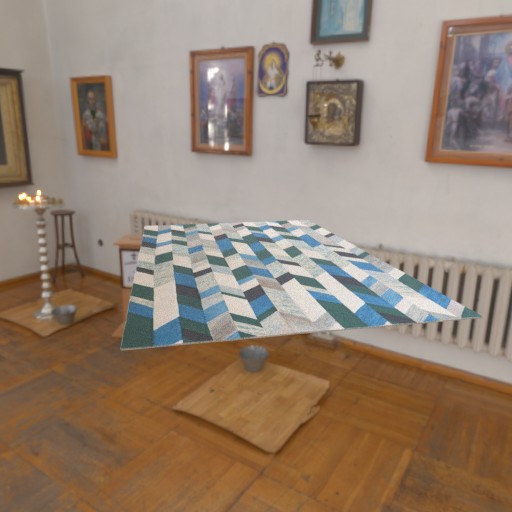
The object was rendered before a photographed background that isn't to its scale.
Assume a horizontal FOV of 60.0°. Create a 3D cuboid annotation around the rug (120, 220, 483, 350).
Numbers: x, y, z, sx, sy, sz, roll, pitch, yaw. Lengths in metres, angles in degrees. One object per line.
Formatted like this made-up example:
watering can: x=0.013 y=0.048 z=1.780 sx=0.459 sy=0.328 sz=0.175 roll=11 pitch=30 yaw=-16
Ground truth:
rug: x=0.000 y=0.000 z=2.892 sx=1.507 sy=0.007 sz=2.433 roll=-3 pitch=15 yaw=-11
